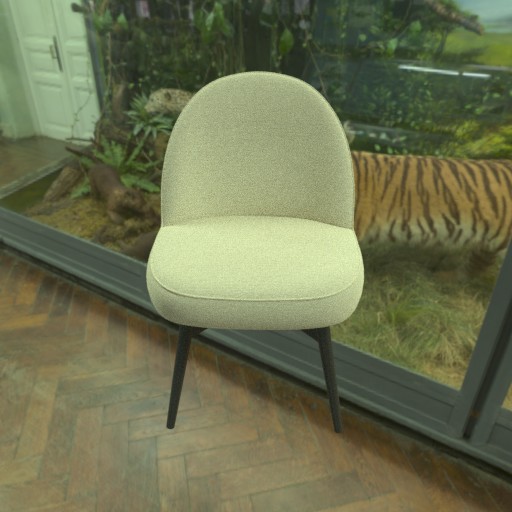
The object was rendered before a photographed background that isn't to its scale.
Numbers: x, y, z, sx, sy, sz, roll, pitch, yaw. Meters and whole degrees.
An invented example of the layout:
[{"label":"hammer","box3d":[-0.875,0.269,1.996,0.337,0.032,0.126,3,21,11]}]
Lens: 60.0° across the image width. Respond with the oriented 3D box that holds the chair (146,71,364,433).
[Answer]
[{"label":"chair","box3d":[0.000,0.000,1.174,0.532,0.838,0.540,1,31,1]}]
